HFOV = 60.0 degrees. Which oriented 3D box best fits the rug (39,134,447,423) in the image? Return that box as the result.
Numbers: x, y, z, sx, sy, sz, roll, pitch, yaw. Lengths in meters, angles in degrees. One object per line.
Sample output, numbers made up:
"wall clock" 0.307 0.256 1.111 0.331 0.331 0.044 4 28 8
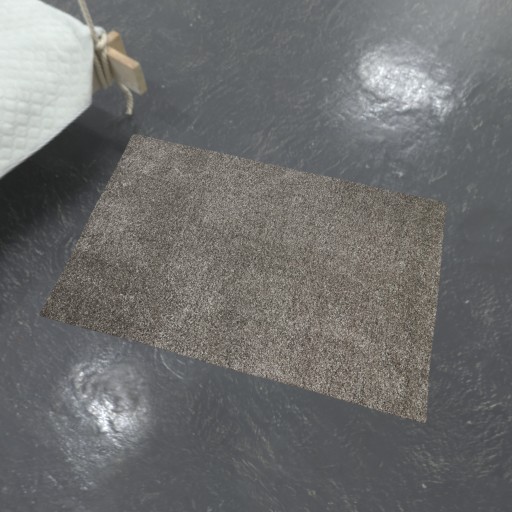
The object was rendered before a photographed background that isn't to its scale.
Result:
"rug" 0.000 0.000 2.908 2.352 0.025 1.501 14 64 7
